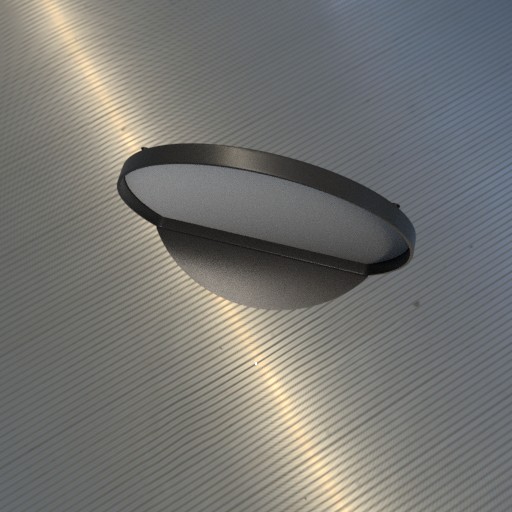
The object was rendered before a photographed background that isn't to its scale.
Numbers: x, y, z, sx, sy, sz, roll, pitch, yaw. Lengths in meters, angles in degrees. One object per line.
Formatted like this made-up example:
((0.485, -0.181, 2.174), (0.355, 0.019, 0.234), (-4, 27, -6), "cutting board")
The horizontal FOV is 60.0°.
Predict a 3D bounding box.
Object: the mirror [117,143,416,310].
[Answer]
((0.000, 0.000, 0.692), (0.457, 0.457, 0.133), (13, 77, 3), "mirror")
